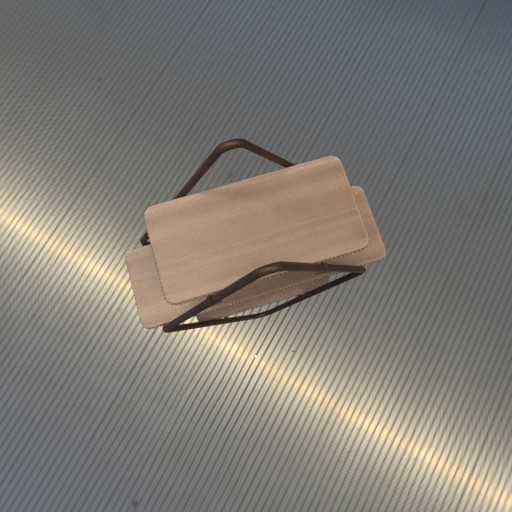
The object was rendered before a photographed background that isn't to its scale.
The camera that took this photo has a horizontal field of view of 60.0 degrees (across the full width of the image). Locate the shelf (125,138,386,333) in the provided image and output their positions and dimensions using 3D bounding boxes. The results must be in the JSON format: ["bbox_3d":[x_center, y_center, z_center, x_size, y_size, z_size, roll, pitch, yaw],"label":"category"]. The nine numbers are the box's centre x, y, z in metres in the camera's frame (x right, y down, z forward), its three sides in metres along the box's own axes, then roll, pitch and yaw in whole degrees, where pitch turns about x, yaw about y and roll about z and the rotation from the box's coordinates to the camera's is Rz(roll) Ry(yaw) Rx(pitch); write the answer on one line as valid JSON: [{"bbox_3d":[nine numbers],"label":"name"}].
[{"bbox_3d":[0.000,0.000,1.076,0.609,0.774,0.234,-16,78,-4],"label":"shelf"}]
